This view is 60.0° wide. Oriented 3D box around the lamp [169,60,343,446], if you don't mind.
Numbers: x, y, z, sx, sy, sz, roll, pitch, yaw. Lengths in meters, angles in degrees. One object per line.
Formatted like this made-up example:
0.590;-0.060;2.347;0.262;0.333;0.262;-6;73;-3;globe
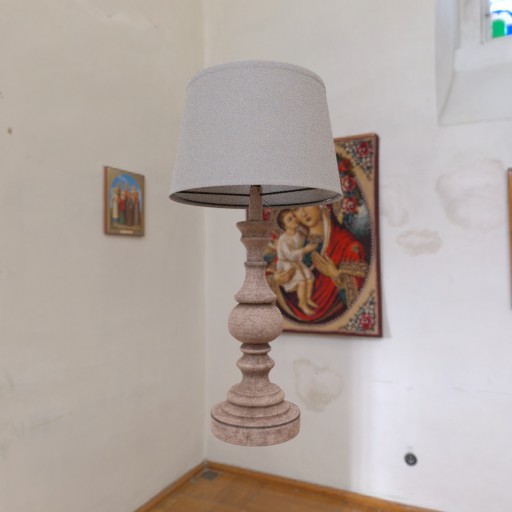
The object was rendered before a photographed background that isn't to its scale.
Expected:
0.000;0.000;0.877;0.340;0.678;0.340;0;-1;0;lamp
